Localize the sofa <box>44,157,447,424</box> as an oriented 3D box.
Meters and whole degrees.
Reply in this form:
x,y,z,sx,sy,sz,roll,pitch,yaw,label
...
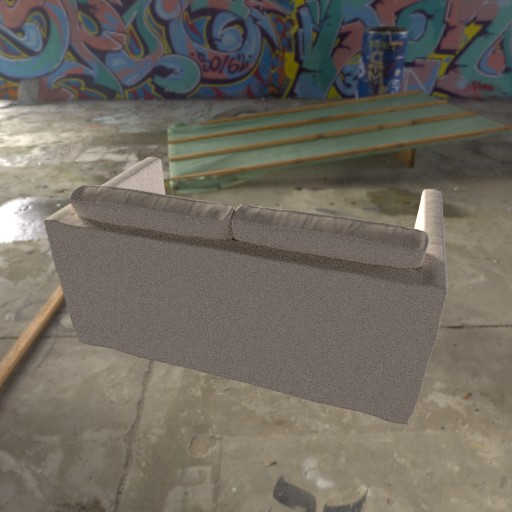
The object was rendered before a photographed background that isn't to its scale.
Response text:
x,y,z,sx,sy,sz,roll,pitch,yaw,label
0.000,0.000,2.285,1.746,0.834,0.962,10,32,16,sofa
